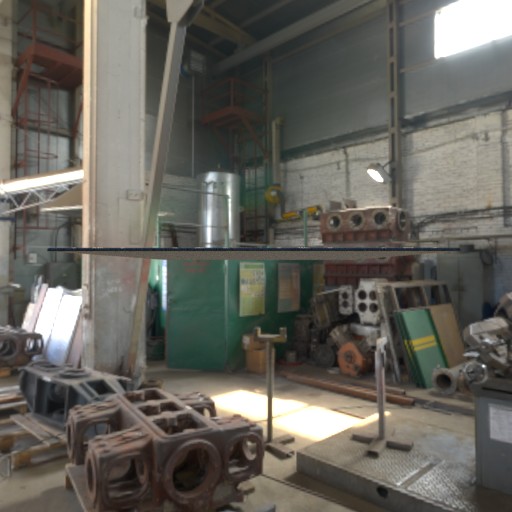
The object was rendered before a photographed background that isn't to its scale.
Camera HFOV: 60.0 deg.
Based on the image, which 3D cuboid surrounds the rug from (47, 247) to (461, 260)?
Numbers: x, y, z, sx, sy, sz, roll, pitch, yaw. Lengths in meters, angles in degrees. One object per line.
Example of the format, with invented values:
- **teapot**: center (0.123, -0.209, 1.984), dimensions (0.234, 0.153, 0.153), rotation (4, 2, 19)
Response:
- **rug**: center (0.000, 0.000, 3.863), dimensions (2.270, 0.020, 2.881), rotation (0, -1, 1)
